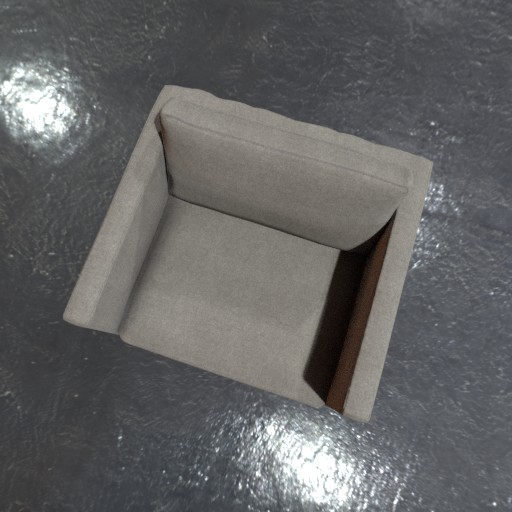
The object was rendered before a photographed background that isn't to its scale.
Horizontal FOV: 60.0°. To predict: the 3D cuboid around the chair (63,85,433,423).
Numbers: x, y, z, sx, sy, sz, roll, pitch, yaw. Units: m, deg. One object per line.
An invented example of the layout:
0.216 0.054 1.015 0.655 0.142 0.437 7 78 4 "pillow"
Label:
0.000 0.000 1.746 1.057 0.863 0.949 18 77 4 "chair"
